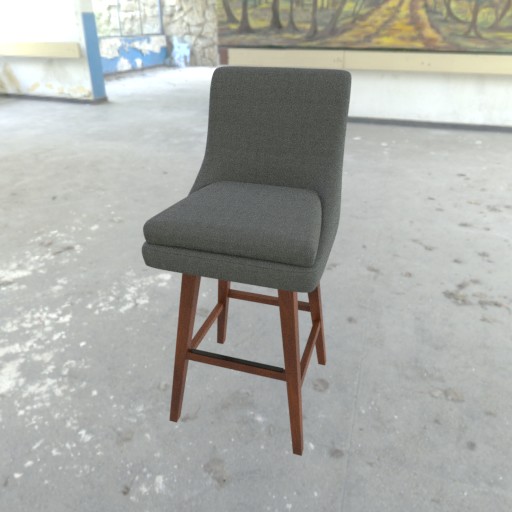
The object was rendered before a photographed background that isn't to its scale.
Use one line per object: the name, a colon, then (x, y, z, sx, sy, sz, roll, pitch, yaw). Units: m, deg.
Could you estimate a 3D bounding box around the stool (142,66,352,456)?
stool: (0.000, 0.000, 1.291, 0.447, 0.977, 0.524, 8, 29, 15)
